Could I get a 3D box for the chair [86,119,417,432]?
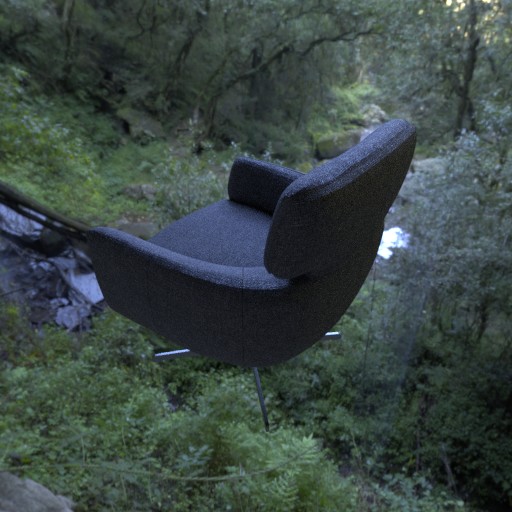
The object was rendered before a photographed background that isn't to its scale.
[{"bbox_3d":[0.000,0.000,1.327,0.715,0.812,0.706,21,39,29],"label":"chair"}]
